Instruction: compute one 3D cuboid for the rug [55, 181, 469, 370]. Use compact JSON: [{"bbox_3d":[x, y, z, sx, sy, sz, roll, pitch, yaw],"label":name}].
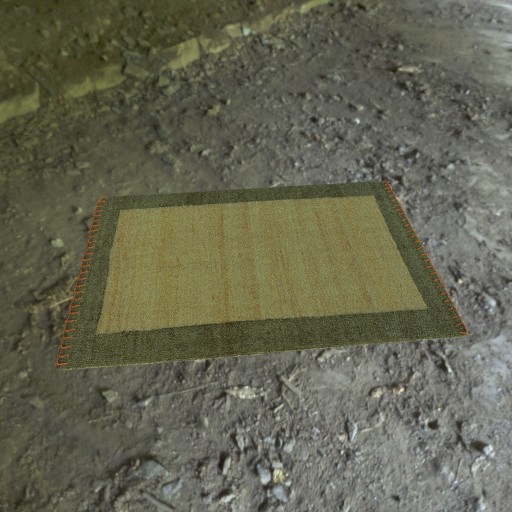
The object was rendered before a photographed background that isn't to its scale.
[{"bbox_3d":[0.000,0.000,2.357,1.838,0.019,1.220,-4,44,-4],"label":"rug"}]
